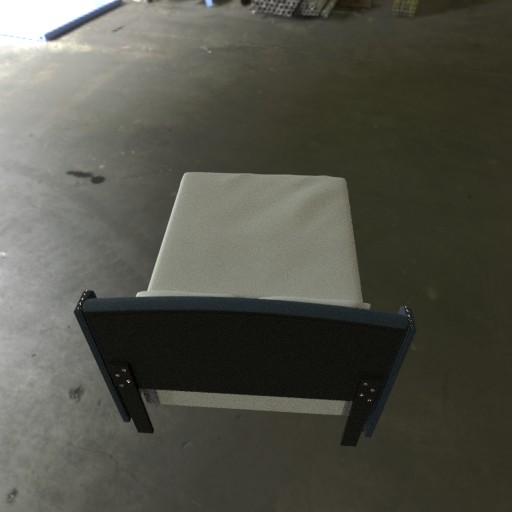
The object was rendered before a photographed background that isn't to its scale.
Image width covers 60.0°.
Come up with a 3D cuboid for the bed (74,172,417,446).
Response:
[{"bbox_3d":[0.000,0.000,3.398,1.710,1.407,2.237,3,45,3],"label":"bed"}]
